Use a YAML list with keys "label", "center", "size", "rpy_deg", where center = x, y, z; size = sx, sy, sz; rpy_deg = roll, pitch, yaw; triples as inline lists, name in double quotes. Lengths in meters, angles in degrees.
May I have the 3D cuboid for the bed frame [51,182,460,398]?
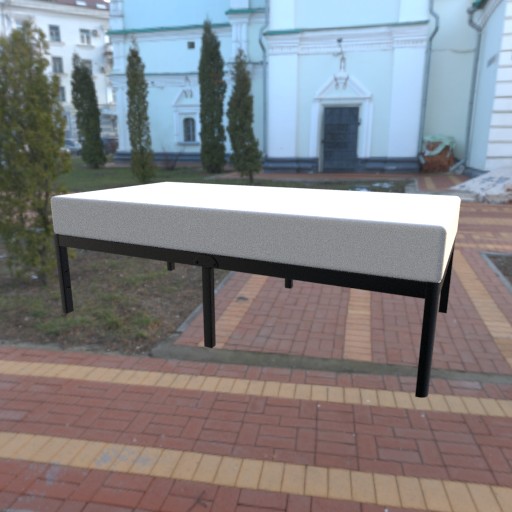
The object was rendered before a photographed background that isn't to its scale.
- label: "bed frame"
  center: [0.000, 0.000, 2.437]
  size: [1.950, 0.659, 1.023]
  rpy_deg: [7, 16, 26]
